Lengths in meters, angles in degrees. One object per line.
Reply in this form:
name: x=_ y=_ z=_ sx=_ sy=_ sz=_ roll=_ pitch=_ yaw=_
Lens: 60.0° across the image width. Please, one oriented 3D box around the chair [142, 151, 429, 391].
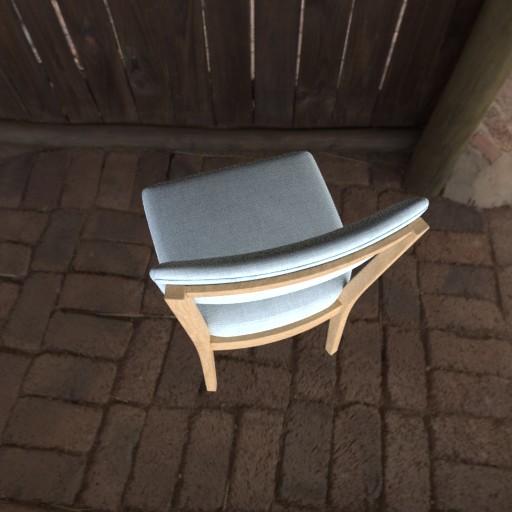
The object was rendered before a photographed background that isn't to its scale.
chair: x=0.000 y=0.000 z=1.177 sx=0.508 sy=0.832 sz=0.572 roll=-15 pitch=60 yaw=-9
